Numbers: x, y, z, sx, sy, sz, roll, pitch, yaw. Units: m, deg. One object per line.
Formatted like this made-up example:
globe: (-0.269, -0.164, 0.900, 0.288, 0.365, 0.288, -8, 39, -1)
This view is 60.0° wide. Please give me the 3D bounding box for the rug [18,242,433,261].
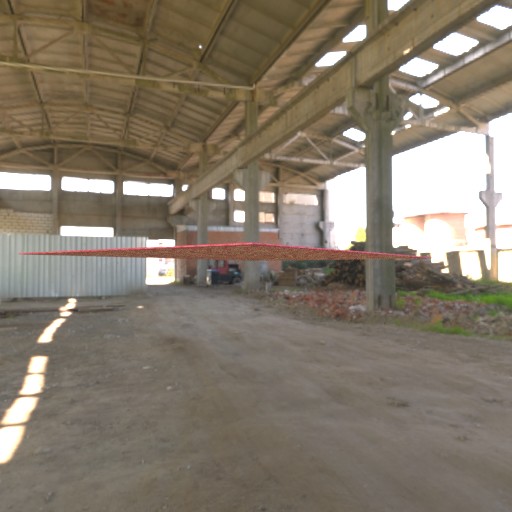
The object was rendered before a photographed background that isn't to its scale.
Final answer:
rug: (0.000, 0.000, 4.235, 2.389, 0.011, 3.306, -1, -2, 36)
